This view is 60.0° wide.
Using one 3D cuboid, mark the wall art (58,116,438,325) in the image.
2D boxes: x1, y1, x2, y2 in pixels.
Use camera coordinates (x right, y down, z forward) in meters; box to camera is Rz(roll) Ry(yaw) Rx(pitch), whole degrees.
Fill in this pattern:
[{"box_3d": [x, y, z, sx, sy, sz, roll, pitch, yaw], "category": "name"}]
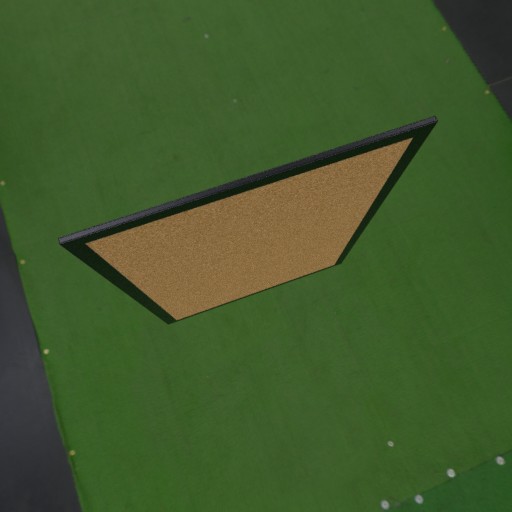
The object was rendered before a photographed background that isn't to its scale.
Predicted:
[{"box_3d": [0.000, 0.000, 1.245, 0.707, 0.967, 0.013, -19, 74, -6], "category": "wall art"}]
